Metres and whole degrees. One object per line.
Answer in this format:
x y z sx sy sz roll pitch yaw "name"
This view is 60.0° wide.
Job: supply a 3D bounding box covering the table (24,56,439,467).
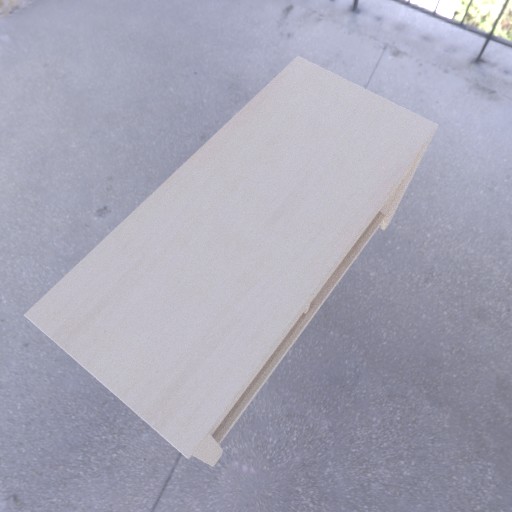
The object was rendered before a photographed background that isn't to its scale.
0.000 0.000 1.270 0.457 0.483 1.016 34 67 16 "table"
